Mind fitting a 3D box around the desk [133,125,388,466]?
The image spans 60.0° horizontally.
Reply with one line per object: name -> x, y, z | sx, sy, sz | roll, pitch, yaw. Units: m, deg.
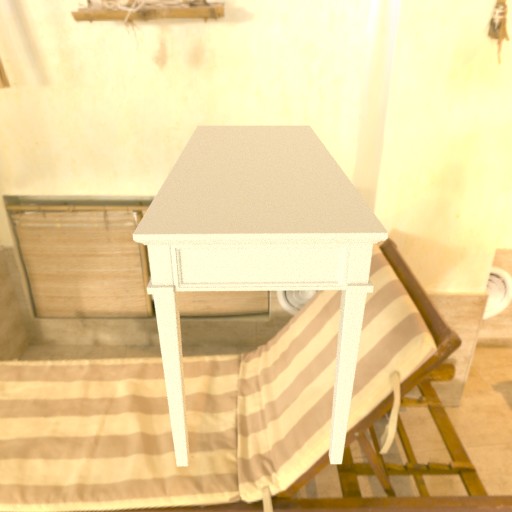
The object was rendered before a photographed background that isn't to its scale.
desk -> 0.000, 0.000, 1.751 | 0.559, 0.774, 1.372 | 0, 26, -1
